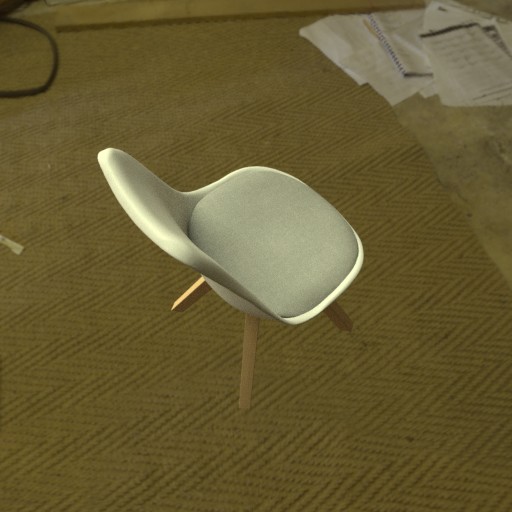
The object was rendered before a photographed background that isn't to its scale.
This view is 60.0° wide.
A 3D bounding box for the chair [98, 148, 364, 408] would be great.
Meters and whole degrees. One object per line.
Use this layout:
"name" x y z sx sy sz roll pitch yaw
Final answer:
"chair" 0.000 0.000 1.184 0.550 0.850 0.485 -32 63 -18
